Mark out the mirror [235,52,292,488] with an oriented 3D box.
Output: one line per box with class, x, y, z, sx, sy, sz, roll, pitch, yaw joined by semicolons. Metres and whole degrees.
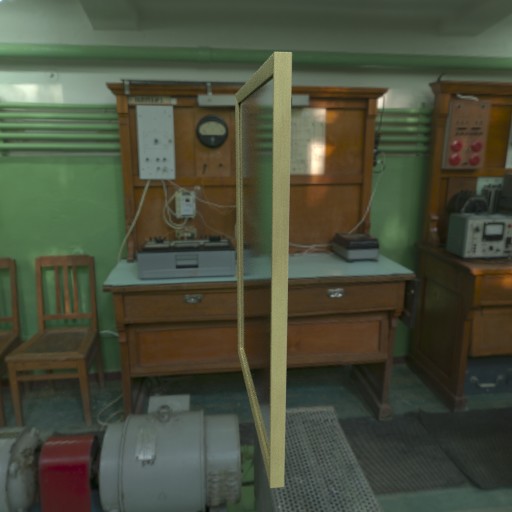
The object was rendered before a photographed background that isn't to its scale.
mirror;0.000;0.000;1.361;0.040;1.016;0.762;-2;14;-8
